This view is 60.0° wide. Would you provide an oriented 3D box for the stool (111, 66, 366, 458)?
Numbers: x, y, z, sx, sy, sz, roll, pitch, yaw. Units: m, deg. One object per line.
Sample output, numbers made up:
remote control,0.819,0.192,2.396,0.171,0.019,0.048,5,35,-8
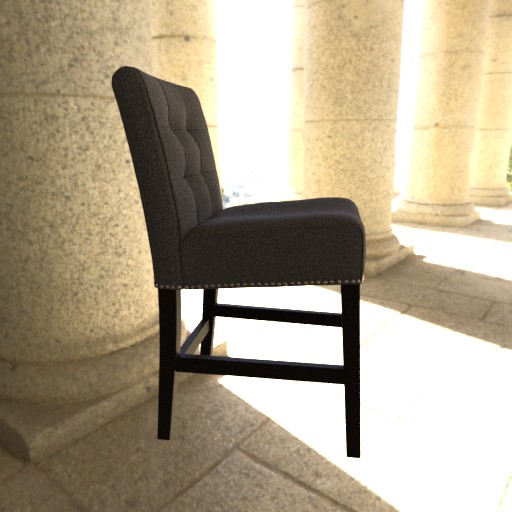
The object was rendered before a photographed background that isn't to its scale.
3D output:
stool,0.000,0.000,1.165,0.571,0.885,0.427,2,15,9
